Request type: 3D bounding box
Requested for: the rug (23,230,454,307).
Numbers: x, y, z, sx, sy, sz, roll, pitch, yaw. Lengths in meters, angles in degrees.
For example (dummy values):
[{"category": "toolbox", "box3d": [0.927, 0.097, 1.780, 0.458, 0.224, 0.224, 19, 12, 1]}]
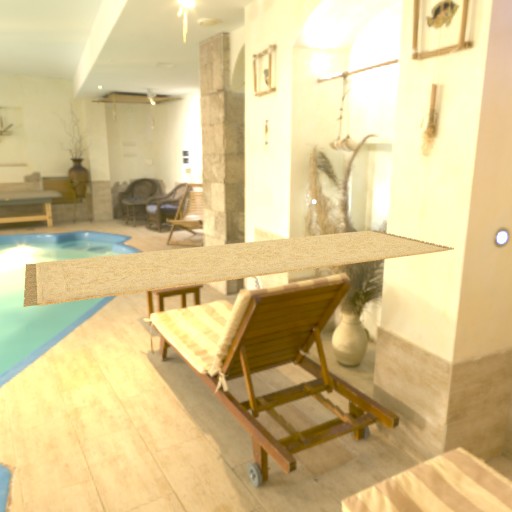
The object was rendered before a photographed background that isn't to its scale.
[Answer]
[{"category": "rug", "box3d": [0.000, 0.000, 2.735, 2.544, 0.015, 0.795, -6, 15, -26]}]
